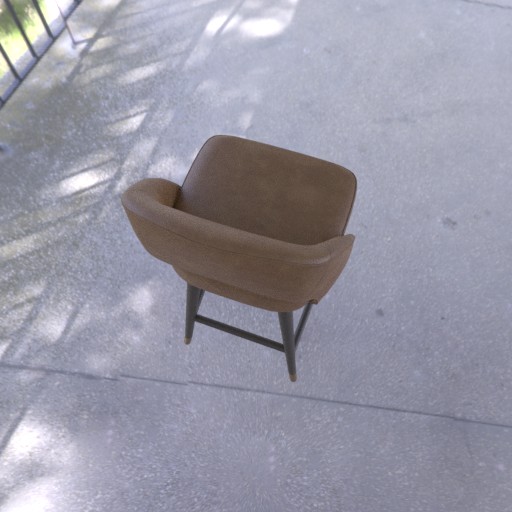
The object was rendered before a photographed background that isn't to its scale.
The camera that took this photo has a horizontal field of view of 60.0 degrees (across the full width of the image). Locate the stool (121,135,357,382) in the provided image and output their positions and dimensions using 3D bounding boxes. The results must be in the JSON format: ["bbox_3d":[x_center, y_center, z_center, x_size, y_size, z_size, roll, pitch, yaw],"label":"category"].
[{"bbox_3d":[0.000,0.000,1.293,0.494,1.037,0.509,17,65,8],"label":"stool"}]
